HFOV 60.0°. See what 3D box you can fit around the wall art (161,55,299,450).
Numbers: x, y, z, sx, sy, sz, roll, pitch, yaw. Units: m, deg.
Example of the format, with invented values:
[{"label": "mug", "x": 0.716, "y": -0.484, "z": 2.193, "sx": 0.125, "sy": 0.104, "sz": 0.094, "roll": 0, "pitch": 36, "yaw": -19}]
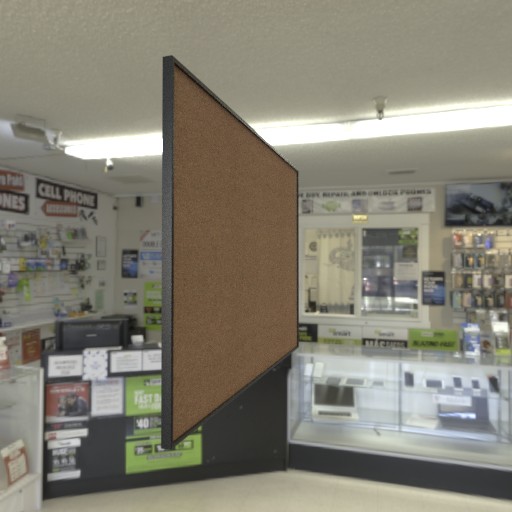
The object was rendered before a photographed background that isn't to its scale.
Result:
[{"label": "wall art", "x": 0.000, "y": 0.000, "z": 1.198, "sx": 0.019, "sy": 0.660, "sz": 0.957, "roll": 0, "pitch": -1, "yaw": 18}]
